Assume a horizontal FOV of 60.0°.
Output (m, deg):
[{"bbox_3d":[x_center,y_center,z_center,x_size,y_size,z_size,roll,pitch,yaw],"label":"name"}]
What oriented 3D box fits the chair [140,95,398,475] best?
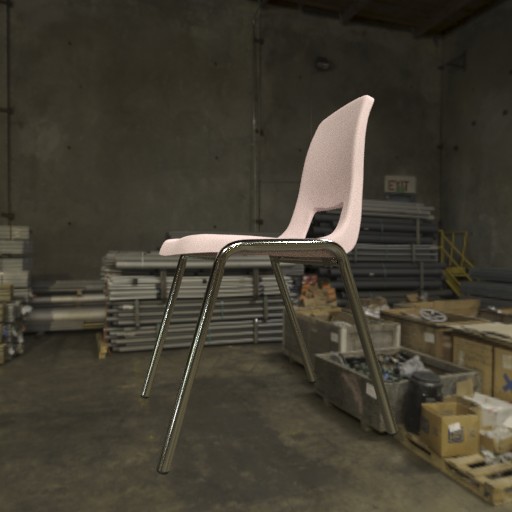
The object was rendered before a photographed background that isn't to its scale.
[{"bbox_3d":[0.000,0.000,0.903,0.436,0.653,0.381,0,1,-18],"label":"chair"}]
